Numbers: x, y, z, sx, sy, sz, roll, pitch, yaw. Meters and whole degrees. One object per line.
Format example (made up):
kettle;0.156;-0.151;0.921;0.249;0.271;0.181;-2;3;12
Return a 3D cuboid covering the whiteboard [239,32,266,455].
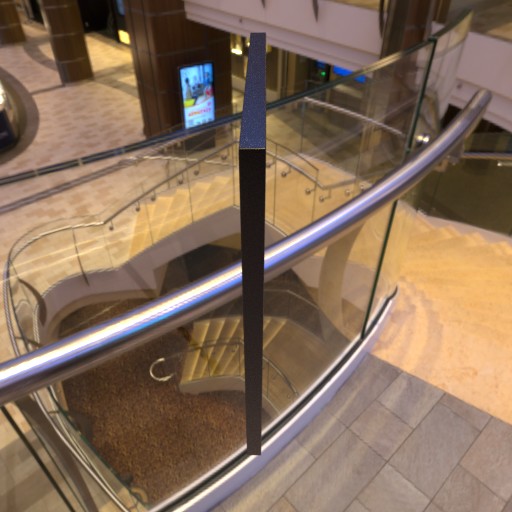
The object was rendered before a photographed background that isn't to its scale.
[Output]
whiteboard;0.000;0.000;0.764;0.026;0.611;0.406;1;41;1
